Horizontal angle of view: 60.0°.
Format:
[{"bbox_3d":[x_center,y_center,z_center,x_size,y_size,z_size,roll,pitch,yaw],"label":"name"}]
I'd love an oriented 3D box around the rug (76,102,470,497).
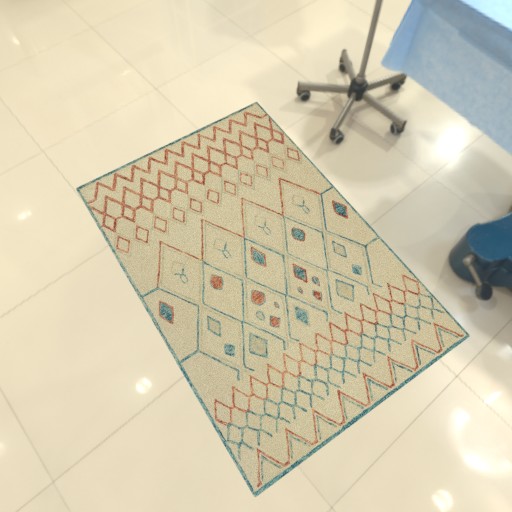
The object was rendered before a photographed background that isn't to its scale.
[{"bbox_3d":[0.000,0.000,2.292,1.219,0.016,1.829,-30,66,-15],"label":"rug"}]
